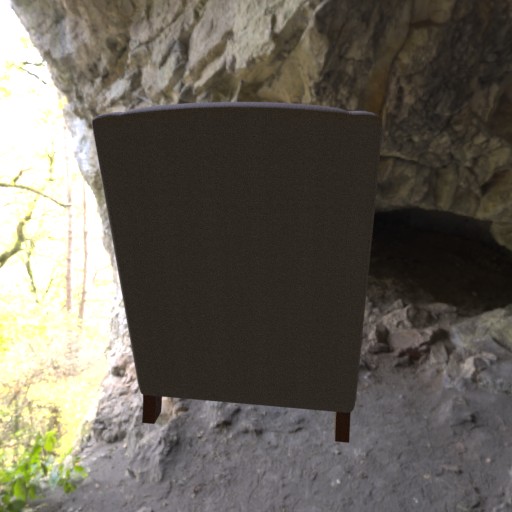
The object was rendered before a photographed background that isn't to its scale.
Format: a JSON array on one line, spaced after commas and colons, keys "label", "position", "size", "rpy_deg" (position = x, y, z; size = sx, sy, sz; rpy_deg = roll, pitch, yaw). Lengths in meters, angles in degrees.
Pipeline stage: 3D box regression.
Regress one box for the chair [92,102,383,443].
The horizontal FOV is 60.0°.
[{"label": "chair", "position": [0.000, 0.000, 1.599], "size": [0.715, 1.017, 0.890], "rpy_deg": [2, 17, 8]}]
